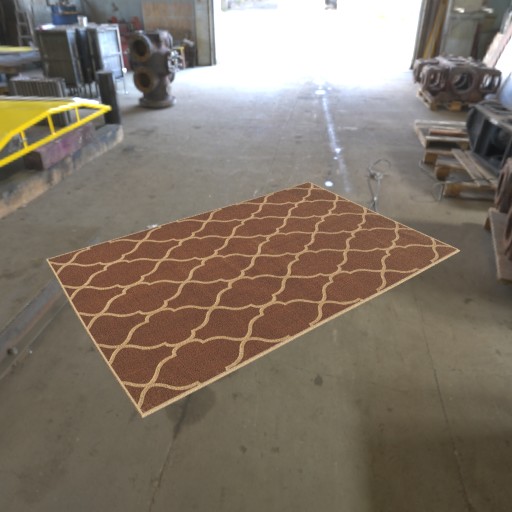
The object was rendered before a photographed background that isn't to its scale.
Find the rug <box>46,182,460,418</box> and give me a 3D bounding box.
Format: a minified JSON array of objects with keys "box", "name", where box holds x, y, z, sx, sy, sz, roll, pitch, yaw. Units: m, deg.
[{"box":[0.000,0.000,2.912,2.290,0.014,1.526,-21,37,-30],"name":"rug"}]
